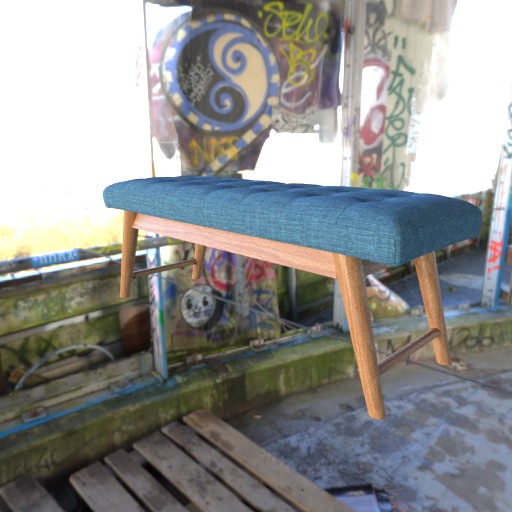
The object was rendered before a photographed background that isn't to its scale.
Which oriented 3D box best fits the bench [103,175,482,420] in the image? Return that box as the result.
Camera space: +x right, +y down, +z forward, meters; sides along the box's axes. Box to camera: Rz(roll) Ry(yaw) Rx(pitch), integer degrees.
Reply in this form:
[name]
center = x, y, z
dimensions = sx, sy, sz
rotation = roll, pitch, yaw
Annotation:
[bench]
center = 0.000, 0.000, 1.327
dimensions = 0.406, 0.432, 1.118
rotation = -13, 19, -43
